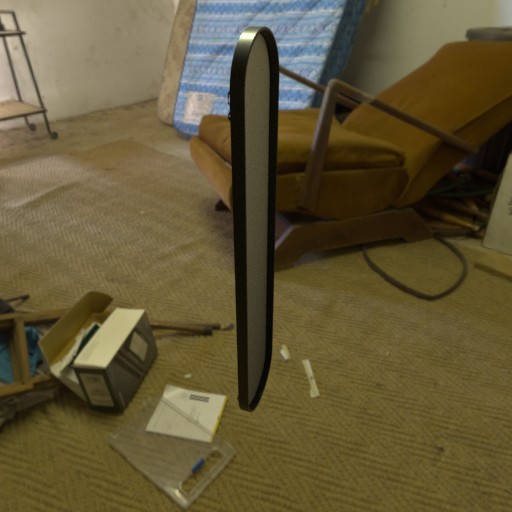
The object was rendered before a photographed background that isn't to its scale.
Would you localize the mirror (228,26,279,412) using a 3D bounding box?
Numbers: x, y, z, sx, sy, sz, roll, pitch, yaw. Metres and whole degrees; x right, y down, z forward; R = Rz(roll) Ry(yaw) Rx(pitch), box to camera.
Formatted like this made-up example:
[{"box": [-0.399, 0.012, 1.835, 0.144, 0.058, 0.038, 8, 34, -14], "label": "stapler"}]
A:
[{"box": [0.000, 0.000, 1.075, 0.032, 0.991, 0.222, 10, 32, 16], "label": "mirror"}]
